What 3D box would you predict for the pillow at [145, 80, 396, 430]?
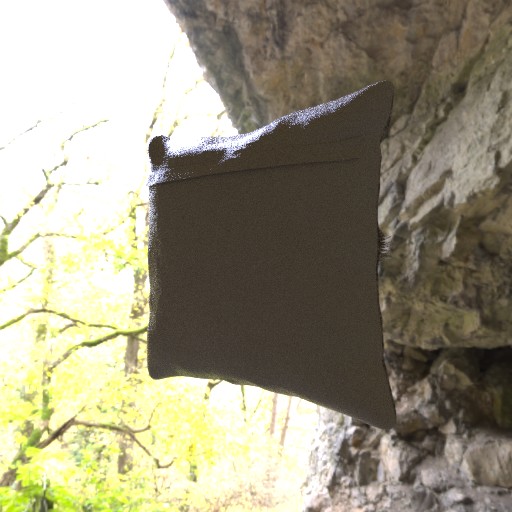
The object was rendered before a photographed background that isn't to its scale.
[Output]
[{"bbox_3d":[0.000,0.000,0.760,0.484,0.490,0.234,0,0,35],"label":"pillow"}]
